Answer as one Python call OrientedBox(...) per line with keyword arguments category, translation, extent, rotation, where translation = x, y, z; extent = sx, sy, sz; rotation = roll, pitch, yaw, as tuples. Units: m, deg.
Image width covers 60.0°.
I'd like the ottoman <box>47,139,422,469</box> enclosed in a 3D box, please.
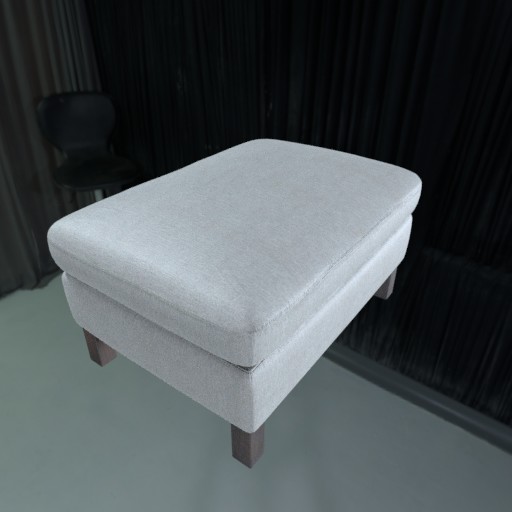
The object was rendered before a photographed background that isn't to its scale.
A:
OrientedBox(category="ottoman", translation=(0.000, 0.000, 1.041), extent=(0.528, 0.404, 0.735), rotation=(21, 37, 30))
